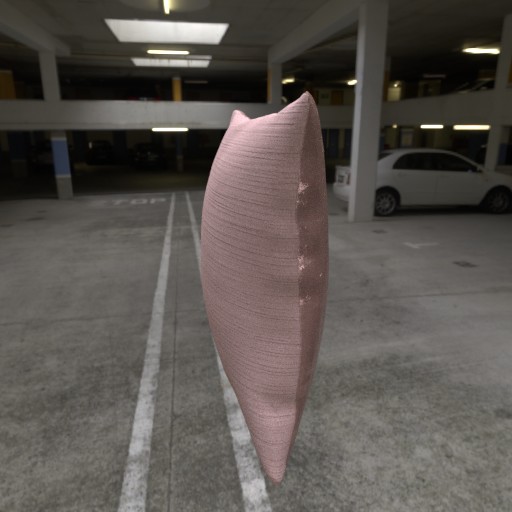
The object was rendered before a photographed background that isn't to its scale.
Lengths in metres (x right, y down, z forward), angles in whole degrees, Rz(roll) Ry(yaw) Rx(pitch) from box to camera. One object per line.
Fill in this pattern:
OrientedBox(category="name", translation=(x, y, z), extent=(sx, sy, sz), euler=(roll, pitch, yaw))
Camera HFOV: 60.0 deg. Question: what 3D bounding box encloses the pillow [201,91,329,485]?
OrientedBox(category="pillow", translation=(0.000, 0.000, 0.707), extent=(0.175, 0.464, 0.470), euler=(-3, 17, -10))
